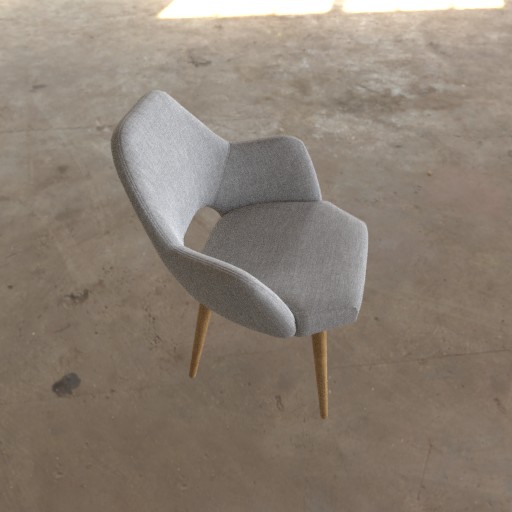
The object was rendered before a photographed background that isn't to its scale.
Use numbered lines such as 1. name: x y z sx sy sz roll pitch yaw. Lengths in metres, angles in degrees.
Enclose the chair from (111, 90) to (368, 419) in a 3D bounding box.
1. chair: 0.000 0.000 1.265 0.610 0.840 0.590 10 47 9
